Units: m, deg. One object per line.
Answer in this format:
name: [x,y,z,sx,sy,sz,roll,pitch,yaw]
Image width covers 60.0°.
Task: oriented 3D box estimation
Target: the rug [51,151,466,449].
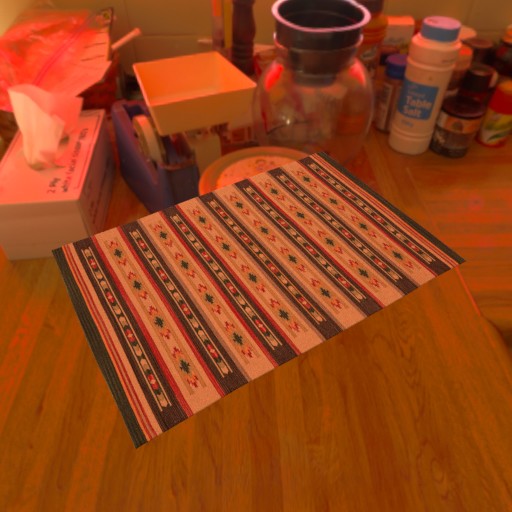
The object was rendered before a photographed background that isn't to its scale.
rug: [0.000,0.000,2.331,1.825,0.009,1.221,-24,50,-22]
